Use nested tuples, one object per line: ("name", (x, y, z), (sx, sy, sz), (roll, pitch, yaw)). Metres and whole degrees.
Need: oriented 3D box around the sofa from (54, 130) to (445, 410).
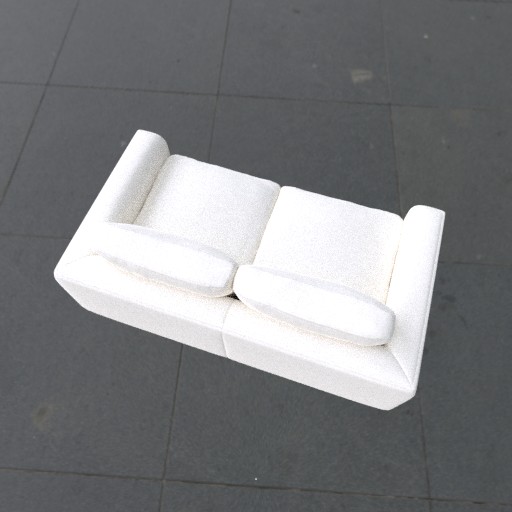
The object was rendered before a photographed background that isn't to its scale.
("sofa", (0.000, 0.000, 2.514), (1.920, 0.801, 1.069), (17, 65, 8))
